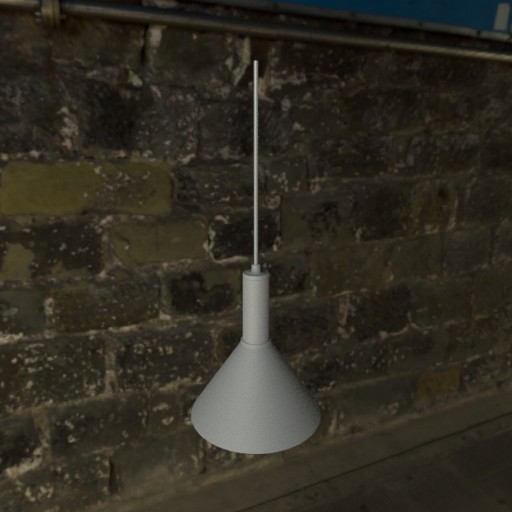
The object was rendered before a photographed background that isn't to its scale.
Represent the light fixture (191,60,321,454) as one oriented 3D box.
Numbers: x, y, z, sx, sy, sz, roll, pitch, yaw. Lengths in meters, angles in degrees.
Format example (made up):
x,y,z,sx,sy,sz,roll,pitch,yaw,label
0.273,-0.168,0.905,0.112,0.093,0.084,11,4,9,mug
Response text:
x,y,z,sx,sy,sz,roll,pitch,yaw,label
0.000,0.000,0.837,0.267,0.683,0.267,-2,15,-9,light fixture
